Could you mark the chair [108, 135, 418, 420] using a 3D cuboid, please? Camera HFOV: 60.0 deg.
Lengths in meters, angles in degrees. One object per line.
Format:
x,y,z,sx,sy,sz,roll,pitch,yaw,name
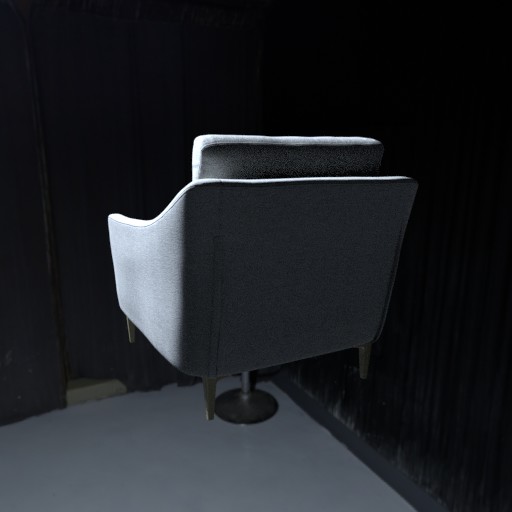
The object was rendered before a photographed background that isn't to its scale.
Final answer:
0.000,0.000,1.753,0.986,0.902,0.961,-6,15,-25,chair
